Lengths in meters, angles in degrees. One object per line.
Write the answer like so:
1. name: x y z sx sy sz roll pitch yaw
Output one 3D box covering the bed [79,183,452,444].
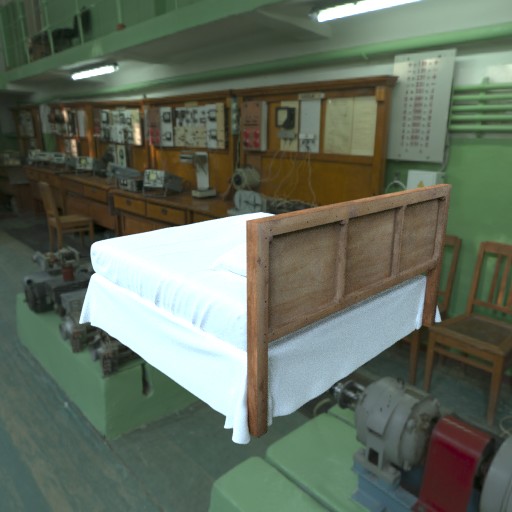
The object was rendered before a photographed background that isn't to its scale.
1. bed: 0.000 0.000 3.548 2.255 1.158 2.165 -15 22 -41
